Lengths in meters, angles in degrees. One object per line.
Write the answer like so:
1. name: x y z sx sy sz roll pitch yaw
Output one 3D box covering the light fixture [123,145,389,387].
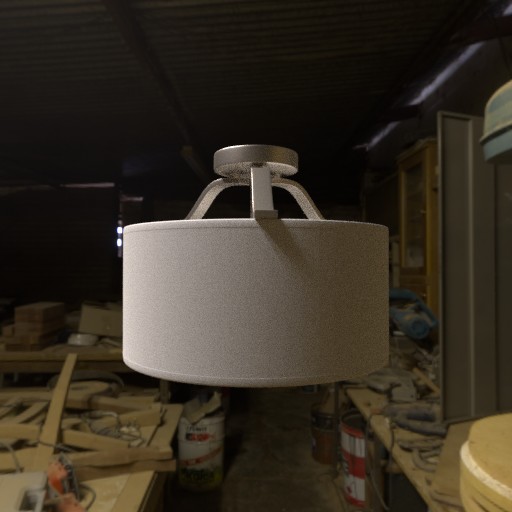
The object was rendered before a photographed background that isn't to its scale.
1. light fixture: 0.000 0.000 0.660 0.395 0.304 0.395 0 -1 0
